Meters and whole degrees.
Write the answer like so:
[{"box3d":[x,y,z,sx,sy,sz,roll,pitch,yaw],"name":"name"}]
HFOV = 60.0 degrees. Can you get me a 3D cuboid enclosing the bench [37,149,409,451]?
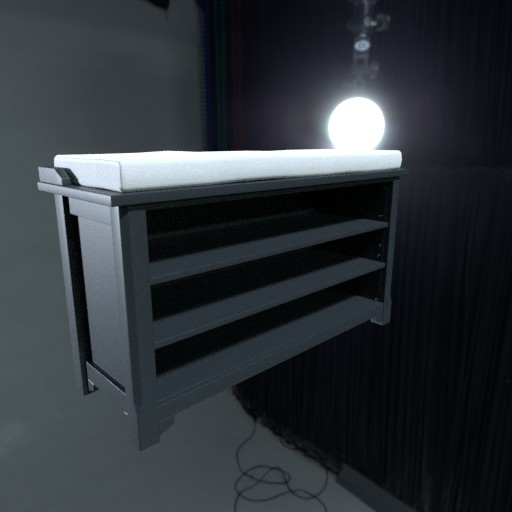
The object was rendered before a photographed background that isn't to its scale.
[{"box3d":[0.000,0.000,1.214,0.973,0.561,0.345,-14,20,-42],"name":"bench"}]
